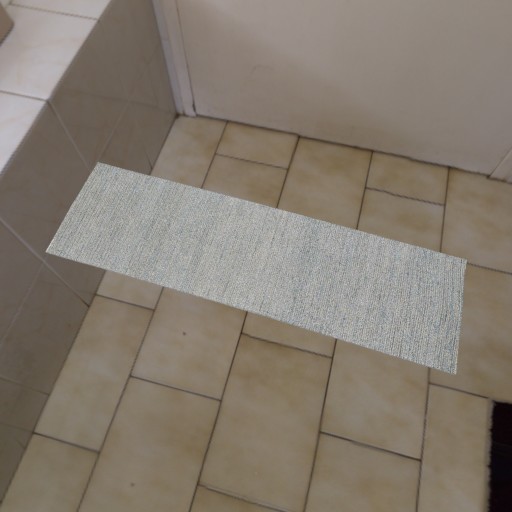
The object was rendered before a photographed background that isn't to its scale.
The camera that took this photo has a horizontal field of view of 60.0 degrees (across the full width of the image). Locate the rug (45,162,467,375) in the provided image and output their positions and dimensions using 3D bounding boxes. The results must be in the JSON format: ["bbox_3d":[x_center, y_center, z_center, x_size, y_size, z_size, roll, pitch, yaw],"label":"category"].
[{"bbox_3d":[0.000,0.000,2.540,2.341,0.037,0.675,16,65,8],"label":"rug"}]
